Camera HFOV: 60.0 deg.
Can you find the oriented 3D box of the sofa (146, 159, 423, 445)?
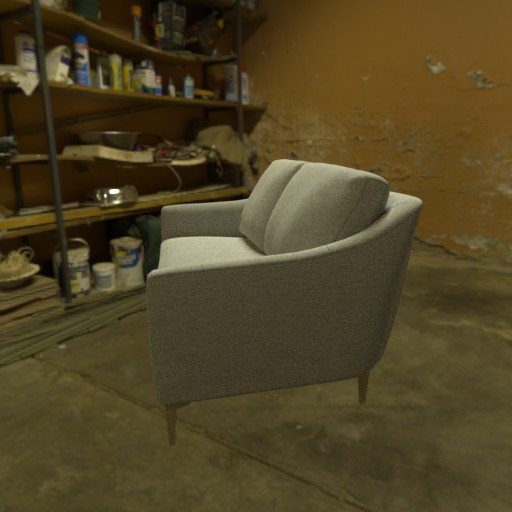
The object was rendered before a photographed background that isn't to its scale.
[{"bbox_3d":[0.000,0.000,2.163,0.960,0.904,1.619,-2,14,-10],"label":"sofa"}]
